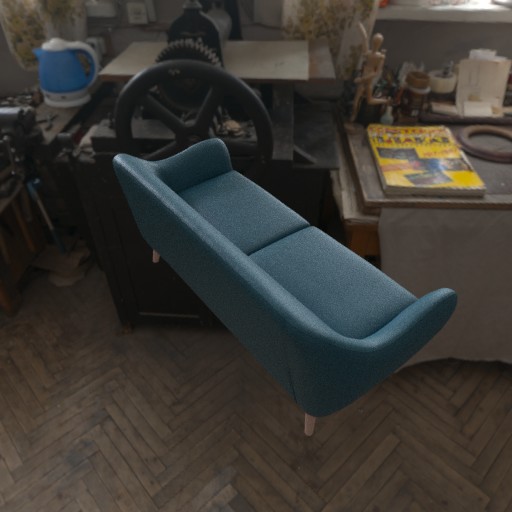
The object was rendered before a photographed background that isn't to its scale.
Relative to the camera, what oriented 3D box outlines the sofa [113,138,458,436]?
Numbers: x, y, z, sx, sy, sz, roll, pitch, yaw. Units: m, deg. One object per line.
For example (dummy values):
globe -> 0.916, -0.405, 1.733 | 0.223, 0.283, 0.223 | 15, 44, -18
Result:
sofa -> 0.000, 0.000, 2.344 | 0.820, 0.836, 1.840 | -26, 47, -27
